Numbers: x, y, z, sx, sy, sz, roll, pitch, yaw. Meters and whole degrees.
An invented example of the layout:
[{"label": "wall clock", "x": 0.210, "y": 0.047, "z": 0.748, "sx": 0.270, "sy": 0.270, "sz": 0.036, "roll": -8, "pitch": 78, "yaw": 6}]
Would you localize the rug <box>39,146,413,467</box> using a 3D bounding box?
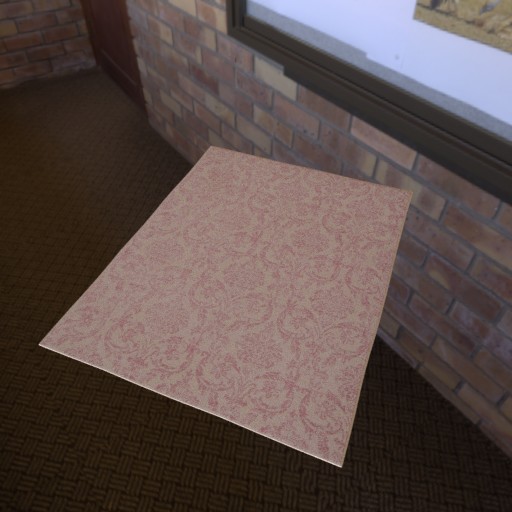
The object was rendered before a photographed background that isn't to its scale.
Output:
[{"label": "rug", "x": 0.000, "y": 0.000, "z": 4.023, "sx": 2.363, "sy": 0.012, "sz": 2.980, "roll": 16, "pitch": 48, "yaw": 15}]
